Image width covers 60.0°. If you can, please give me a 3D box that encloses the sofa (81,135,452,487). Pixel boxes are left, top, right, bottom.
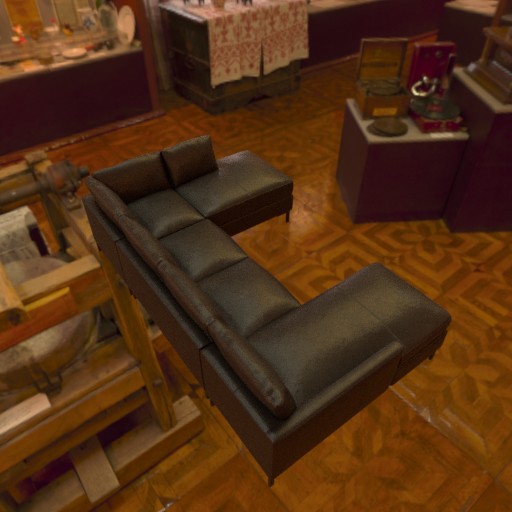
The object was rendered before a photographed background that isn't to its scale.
[{"bbox_3d":[0.000,0.000,3.808,1.939,0.900,2.956,-26,48,-26],"label":"sofa"}]
